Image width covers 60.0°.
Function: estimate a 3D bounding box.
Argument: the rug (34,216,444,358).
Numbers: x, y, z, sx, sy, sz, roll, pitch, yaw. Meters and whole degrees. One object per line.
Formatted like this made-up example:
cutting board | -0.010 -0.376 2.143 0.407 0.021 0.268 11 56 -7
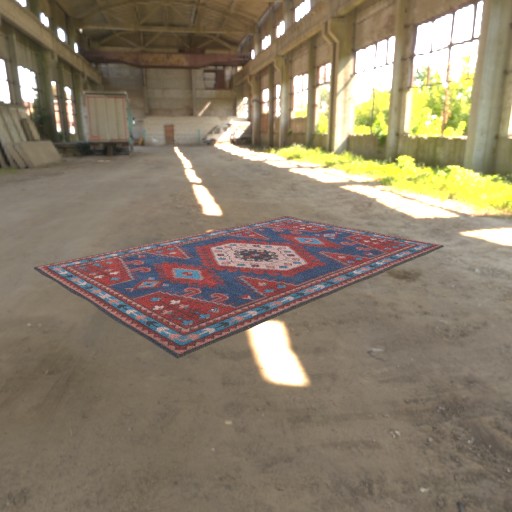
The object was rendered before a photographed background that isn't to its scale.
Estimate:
rug | 0.000 0.000 2.324 1.820 0.012 1.207 -15 22 -42
